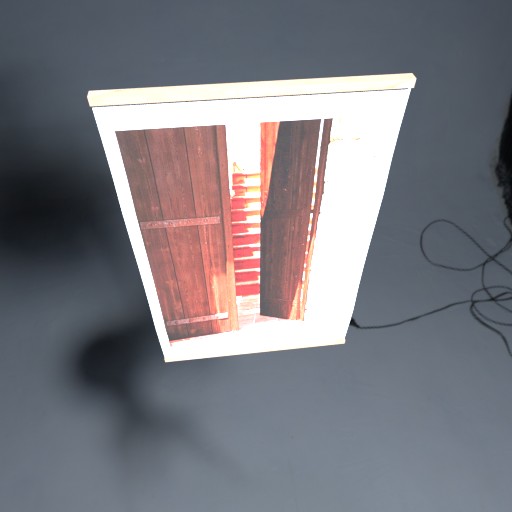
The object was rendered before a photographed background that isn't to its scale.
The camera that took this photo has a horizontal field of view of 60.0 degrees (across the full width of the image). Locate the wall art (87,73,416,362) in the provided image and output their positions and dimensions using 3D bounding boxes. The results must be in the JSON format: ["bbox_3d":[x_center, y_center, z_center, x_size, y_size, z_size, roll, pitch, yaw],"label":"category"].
[{"bbox_3d":[0.000,0.000,0.634,0.332,0.508,0.012,-5,47,-5],"label":"wall art"}]
